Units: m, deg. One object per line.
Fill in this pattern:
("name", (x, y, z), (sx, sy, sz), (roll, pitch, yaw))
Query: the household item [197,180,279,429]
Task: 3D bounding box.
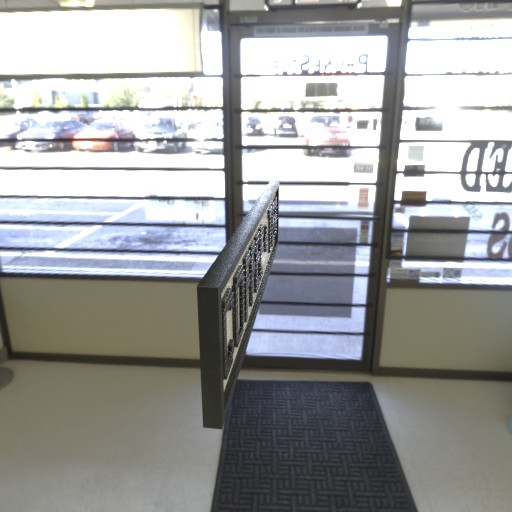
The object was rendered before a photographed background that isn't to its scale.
("household item", (0.000, 0.000, 1.118), (0.030, 0.236, 1.001), (2, 18, 7))
